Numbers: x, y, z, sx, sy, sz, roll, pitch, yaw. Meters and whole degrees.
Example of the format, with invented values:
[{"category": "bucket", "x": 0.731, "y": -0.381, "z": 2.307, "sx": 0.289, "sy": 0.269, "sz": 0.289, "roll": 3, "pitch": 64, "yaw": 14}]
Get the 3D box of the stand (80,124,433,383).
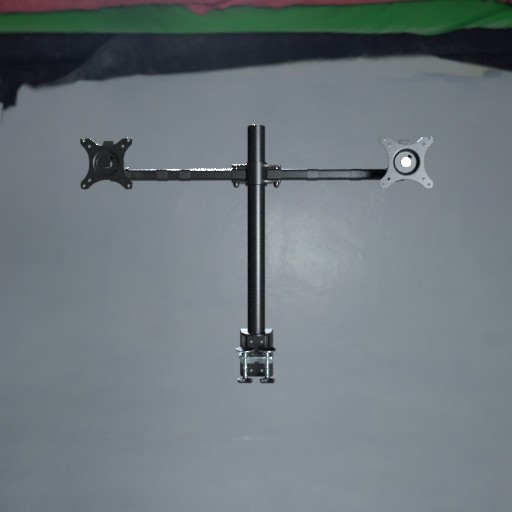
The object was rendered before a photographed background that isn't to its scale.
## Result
[{"category": "stand", "x": 0.000, "y": 0.000, "z": 1.012, "sx": 0.743, "sy": 0.603, "sz": 0.150, "roll": 0, "pitch": 1, "yaw": 1}]
